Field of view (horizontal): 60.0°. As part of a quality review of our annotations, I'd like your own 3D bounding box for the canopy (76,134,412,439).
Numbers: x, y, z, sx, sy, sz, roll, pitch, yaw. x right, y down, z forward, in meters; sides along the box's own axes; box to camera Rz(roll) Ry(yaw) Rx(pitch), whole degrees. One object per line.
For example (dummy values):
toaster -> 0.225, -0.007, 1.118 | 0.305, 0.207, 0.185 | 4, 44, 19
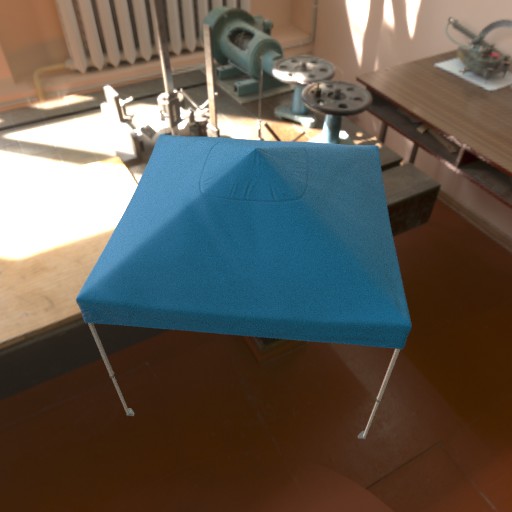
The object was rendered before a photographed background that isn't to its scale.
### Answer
canopy -> 0.000, 0.000, 5.455 | 2.996, 2.997, 2.998 | 4, 45, 4
